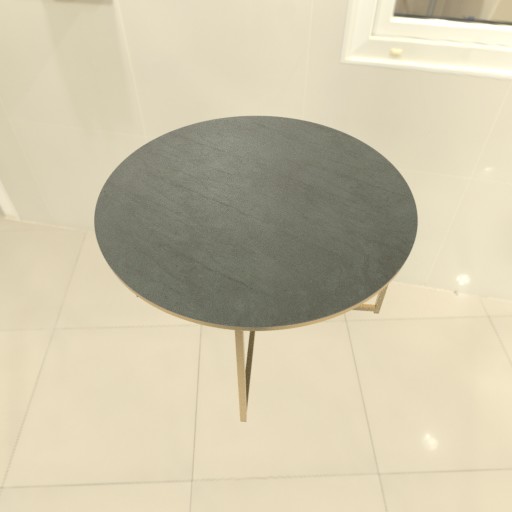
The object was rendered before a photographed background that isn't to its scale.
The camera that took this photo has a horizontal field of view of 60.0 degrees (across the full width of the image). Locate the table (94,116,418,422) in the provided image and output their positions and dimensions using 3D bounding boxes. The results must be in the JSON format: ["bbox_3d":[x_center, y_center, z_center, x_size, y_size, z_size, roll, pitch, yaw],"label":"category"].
[{"bbox_3d":[0.000,0.000,1.293,0.800,0.450,0.800,0,46,0],"label":"table"}]
